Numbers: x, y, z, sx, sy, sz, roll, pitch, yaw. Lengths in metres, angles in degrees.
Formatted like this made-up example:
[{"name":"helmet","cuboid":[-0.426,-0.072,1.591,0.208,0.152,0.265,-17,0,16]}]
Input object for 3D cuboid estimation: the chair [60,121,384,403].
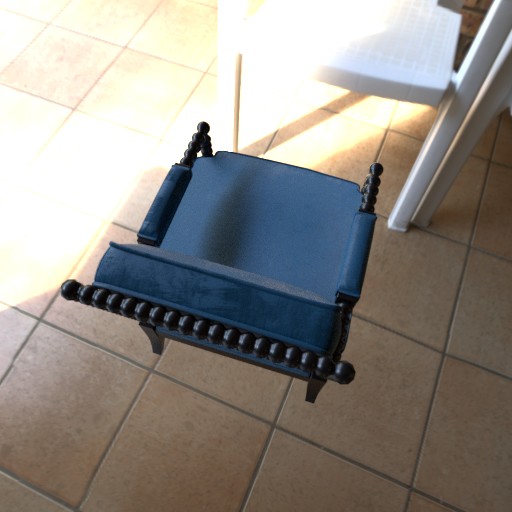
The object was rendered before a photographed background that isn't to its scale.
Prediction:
[{"name":"chair","cuboid":[0.000,0.000,1.426,0.688,0.857,0.805,15,65,7]}]
